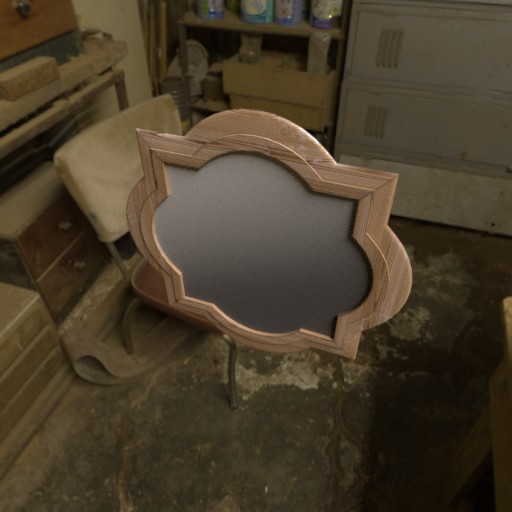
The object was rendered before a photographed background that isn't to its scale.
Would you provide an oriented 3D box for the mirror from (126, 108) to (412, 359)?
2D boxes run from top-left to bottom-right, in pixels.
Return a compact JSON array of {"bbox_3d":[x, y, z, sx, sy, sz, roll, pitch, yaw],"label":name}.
[{"bbox_3d":[0.000,0.000,1.045,0.686,0.686,0.019,14,43,15],"label":"mirror"}]
